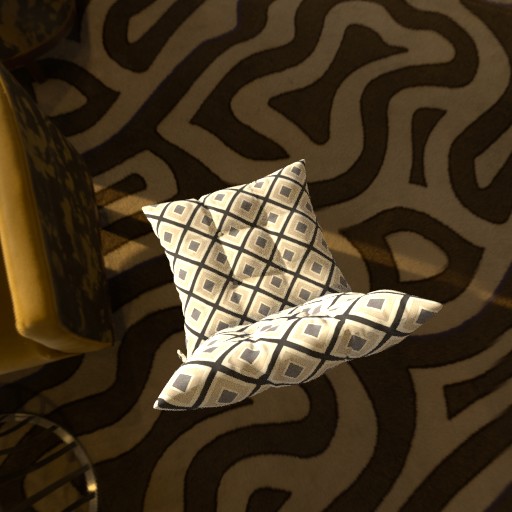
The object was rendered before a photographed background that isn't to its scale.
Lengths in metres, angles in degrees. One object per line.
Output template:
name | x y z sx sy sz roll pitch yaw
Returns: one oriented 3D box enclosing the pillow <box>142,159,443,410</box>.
pillow | 0.000 0.000 1.033 0.541 0.536 0.585 -18 77 -4
